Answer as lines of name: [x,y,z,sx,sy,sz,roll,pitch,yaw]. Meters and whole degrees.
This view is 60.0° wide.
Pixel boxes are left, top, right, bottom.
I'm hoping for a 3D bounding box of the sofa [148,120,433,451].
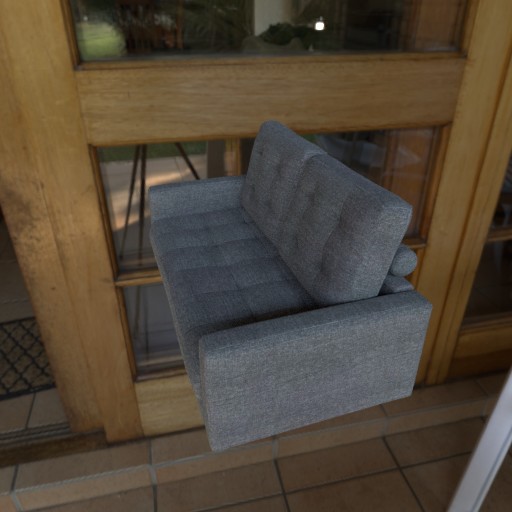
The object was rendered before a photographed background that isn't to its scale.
sofa: [0.000,0.000,1.992,0.842,0.907,1.407,-10,31,-16]
